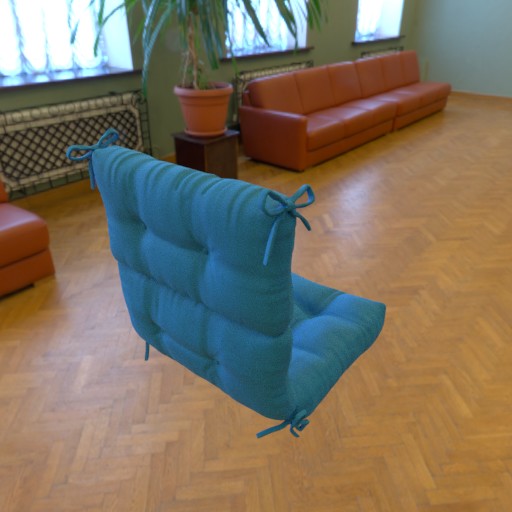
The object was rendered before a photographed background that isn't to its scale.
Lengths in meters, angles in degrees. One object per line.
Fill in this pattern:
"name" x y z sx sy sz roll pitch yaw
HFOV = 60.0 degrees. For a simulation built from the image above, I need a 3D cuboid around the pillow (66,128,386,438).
"pillow" 0.000 0.000 1.041 0.519 0.605 0.571 22 36 33
